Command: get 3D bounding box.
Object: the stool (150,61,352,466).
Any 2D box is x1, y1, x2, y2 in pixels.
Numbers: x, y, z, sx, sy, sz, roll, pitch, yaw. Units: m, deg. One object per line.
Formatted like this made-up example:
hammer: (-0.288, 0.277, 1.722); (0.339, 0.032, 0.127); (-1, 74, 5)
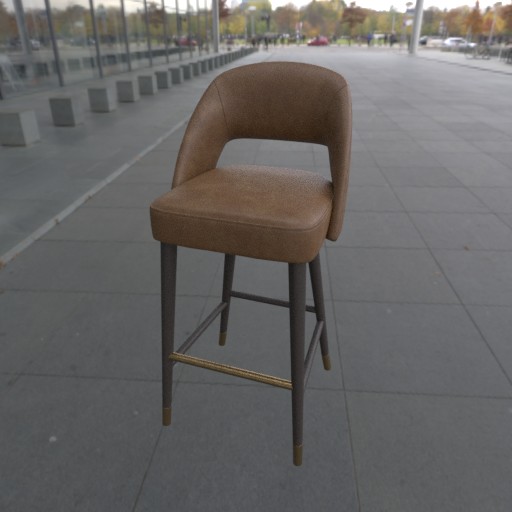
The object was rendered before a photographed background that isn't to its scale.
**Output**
stool: (0.000, 0.000, 1.315); (0.494, 1.037, 0.509); (9, 28, 18)
